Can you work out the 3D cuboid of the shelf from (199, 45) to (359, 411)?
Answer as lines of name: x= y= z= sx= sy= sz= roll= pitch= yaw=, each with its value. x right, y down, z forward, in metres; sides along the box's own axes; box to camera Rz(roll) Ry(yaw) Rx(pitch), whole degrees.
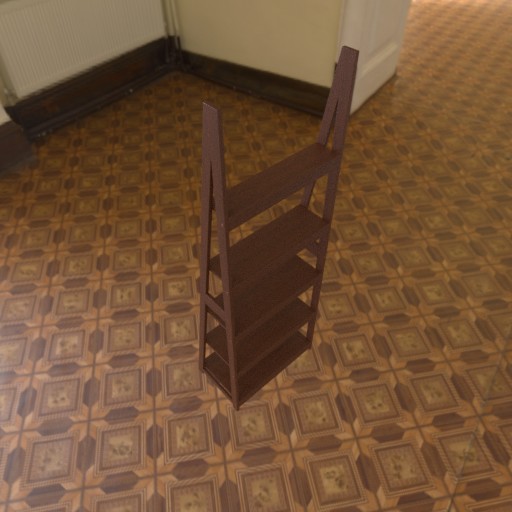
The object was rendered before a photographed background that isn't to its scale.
shelf: x=0.000 y=0.000 z=2.027 sx=0.600 sy=1.770 sz=0.350 roll=-33 pitch=54 yaw=-28
